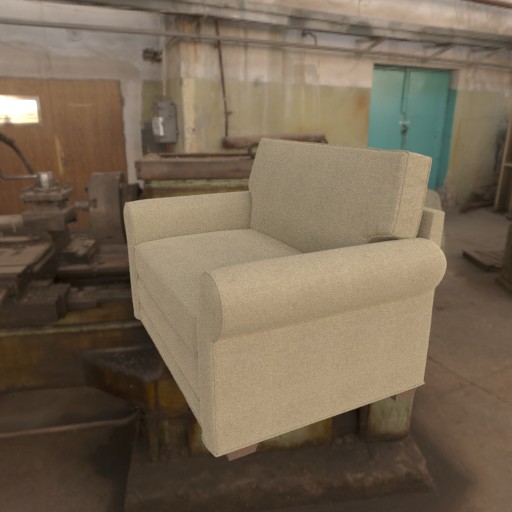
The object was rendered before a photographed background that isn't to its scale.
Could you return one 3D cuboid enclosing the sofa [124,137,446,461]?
[{"bbox_3d":[0.000,0.000,2.022,0.936,0.991,1.405,-8,19,-25],"label":"sofa"}]
